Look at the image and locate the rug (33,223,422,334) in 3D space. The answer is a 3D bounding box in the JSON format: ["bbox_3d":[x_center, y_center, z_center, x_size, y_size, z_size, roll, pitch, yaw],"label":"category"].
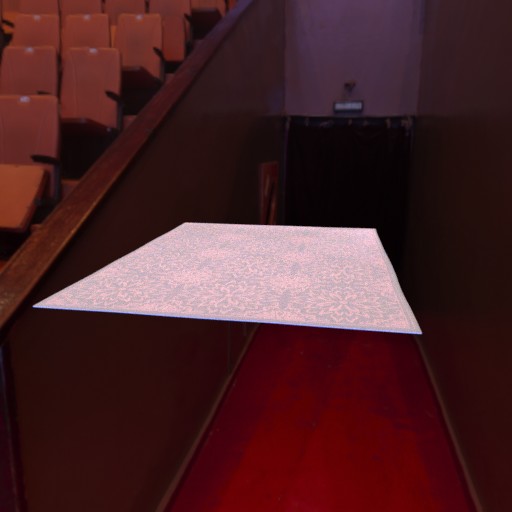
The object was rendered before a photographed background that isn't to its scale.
[{"bbox_3d":[0.000,0.000,4.037,2.363,0.012,2.980,3,15,10],"label":"rug"}]
